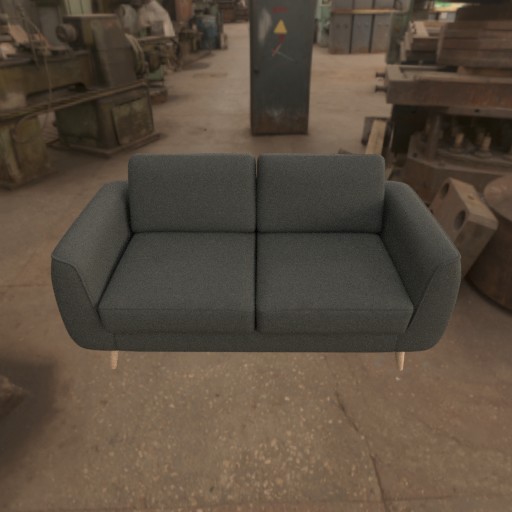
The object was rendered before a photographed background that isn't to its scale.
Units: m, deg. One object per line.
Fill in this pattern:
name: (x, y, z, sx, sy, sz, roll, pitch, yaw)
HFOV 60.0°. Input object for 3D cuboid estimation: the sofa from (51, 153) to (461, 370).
sofa: (0.000, 0.000, 2.220, 1.700, 0.850, 0.920, 0, 31, 0)
